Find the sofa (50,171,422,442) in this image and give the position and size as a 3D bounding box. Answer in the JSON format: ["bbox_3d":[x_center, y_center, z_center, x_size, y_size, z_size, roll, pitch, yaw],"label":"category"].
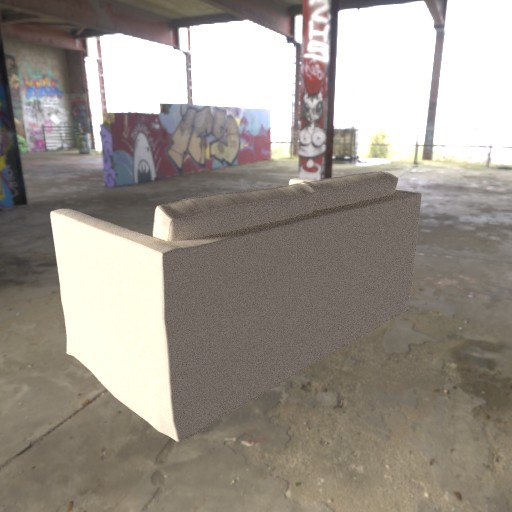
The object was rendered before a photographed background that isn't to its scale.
[{"bbox_3d":[0.000,0.000,2.338,1.746,0.834,0.962,-16,23,-42],"label":"sofa"}]
